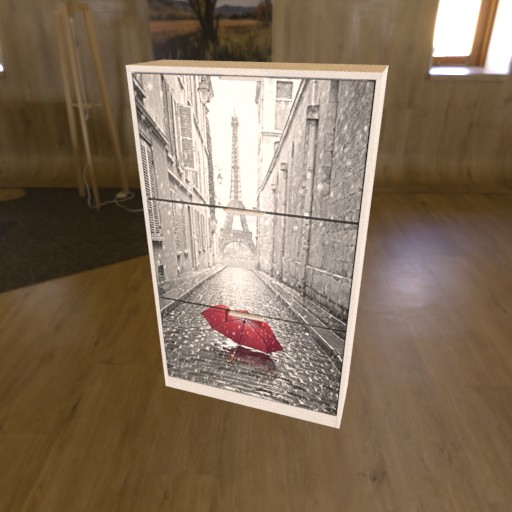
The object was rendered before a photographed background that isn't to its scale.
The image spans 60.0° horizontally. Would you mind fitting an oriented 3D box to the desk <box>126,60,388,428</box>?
[{"bbox_3d":[0.000,0.000,1.616,0.750,1.280,0.250,8,29,16],"label":"desk"}]
